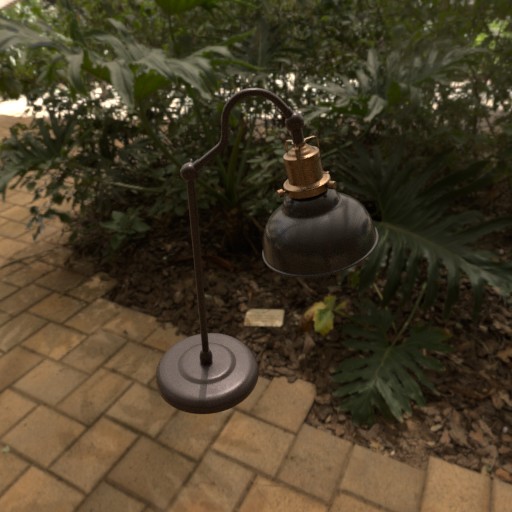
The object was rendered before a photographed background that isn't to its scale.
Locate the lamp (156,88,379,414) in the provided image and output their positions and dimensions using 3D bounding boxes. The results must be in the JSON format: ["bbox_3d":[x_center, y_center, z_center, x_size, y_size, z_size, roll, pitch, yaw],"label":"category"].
[{"bbox_3d":[0.000,0.000,0.706,0.374,0.508,0.192,-1,31,-1],"label":"lamp"}]
